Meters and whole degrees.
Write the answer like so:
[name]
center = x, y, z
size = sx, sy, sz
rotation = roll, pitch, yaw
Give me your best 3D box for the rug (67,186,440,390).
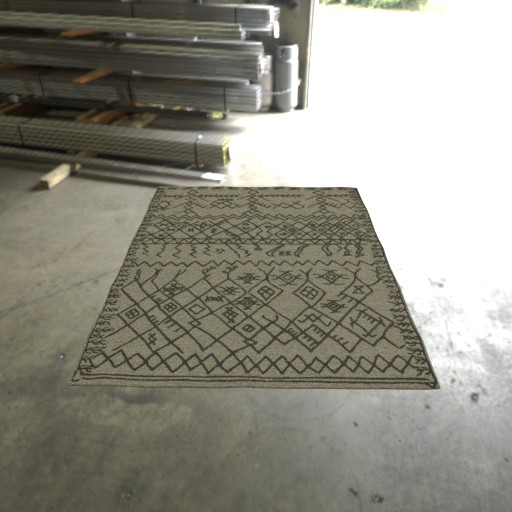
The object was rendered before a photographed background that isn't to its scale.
[rug]
center = 0.000, 0.000, 3.315
size = 1.964, 0.025, 2.455
rotation = 0, 34, 0
